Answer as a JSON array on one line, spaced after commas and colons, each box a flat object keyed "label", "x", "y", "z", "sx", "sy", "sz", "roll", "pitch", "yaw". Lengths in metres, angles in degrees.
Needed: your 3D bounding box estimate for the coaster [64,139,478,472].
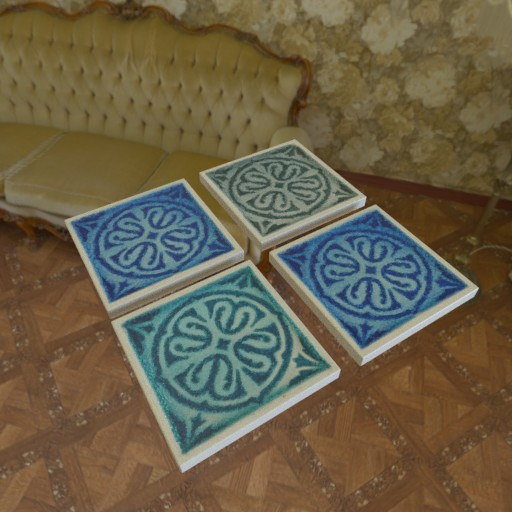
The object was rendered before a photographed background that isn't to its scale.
[{"label": "coaster", "x": 0.000, "y": 0.000, "z": 0.323, "sx": 0.219, "sy": 0.010, "sz": 0.214, "roll": -24, "pitch": 51, "yaw": -21}]
